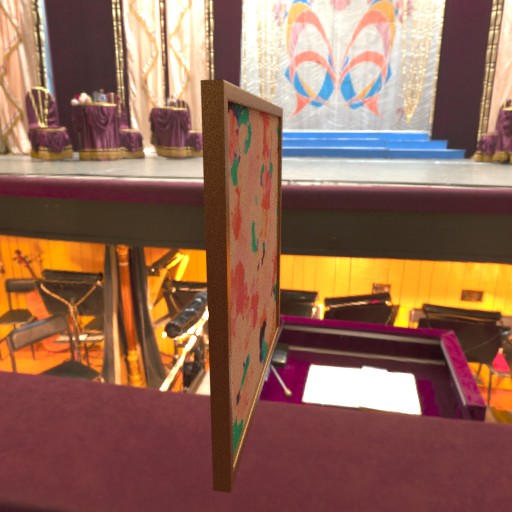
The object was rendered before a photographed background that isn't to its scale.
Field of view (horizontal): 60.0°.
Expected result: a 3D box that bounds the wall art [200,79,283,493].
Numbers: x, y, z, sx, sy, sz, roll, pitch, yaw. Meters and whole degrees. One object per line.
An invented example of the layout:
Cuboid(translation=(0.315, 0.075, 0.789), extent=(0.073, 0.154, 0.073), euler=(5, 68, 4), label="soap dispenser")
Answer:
Cuboid(translation=(0.000, 0.000, 1.144), extent=(0.036, 0.765, 0.767), euler=(3, 15, 10), label="wall art")
